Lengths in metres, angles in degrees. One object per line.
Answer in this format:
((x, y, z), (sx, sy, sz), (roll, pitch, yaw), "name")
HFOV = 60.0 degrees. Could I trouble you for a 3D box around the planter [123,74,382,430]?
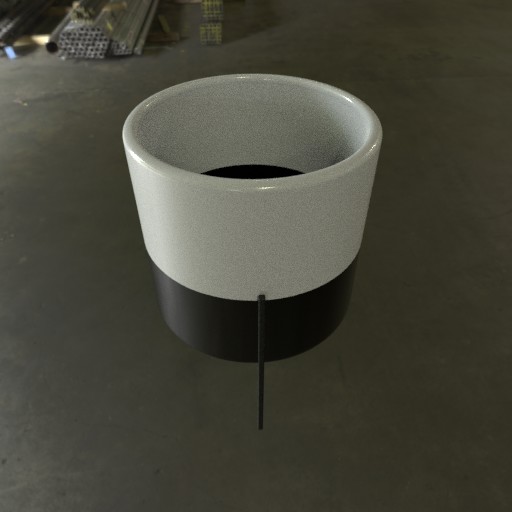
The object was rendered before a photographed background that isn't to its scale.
((0.000, 0.000, 0.661), (0.310, 0.432, 0.310), (-13, 43, -14), "planter")
